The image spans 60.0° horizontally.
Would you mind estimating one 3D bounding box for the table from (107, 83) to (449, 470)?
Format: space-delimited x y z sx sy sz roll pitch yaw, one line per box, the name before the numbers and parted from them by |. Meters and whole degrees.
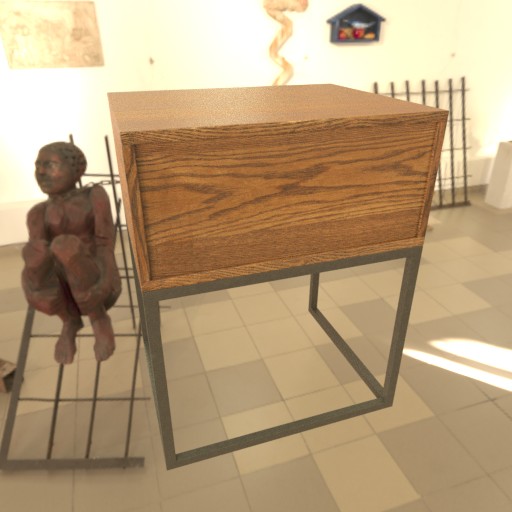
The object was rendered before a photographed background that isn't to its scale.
table | 0.000 0.000 0.909 0.482 0.610 0.400 -9 29 -17
